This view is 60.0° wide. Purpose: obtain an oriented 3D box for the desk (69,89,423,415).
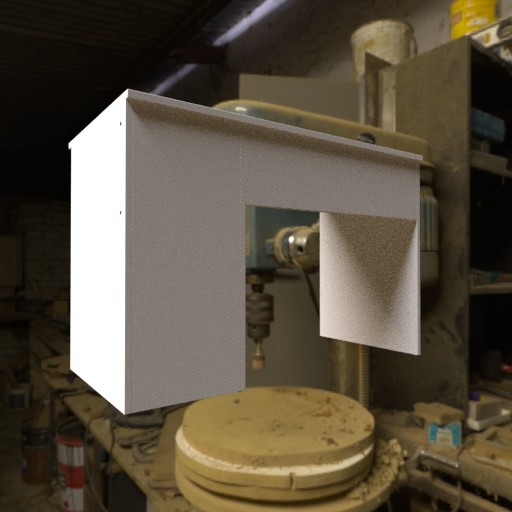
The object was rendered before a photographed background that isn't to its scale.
[{"bbox_3d":[0.000,0.000,1.523,1.096,0.730,0.560,0,-1,-35],"label":"desk"}]
